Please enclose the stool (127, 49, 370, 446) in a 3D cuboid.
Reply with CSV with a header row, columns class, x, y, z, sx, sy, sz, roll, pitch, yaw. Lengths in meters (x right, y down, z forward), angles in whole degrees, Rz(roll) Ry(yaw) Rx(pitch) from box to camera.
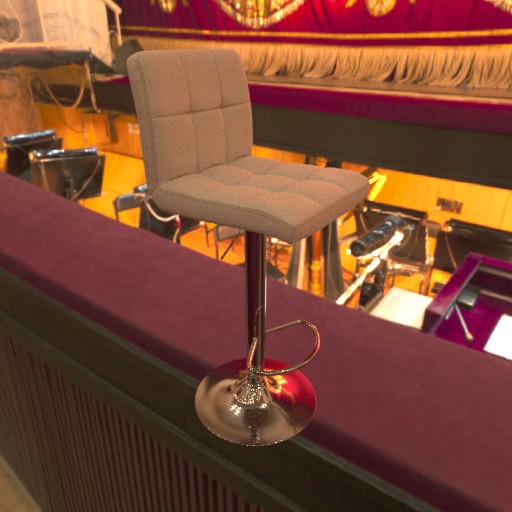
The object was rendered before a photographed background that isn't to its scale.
class,x,y,z,sx,sy,sz,roll,pitch,yaw
stool,0.000,0.000,1.323,0.505,1.115,0.430,18,31,32
